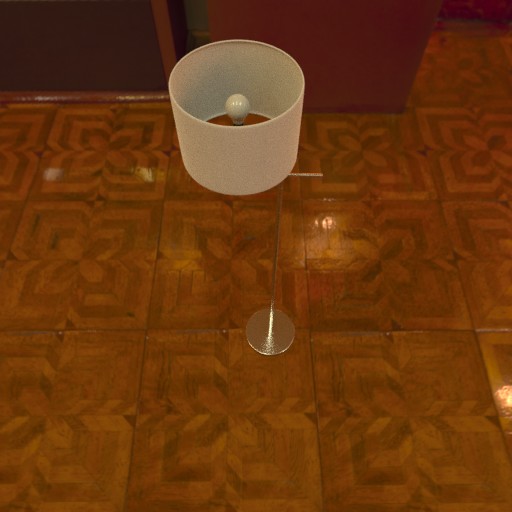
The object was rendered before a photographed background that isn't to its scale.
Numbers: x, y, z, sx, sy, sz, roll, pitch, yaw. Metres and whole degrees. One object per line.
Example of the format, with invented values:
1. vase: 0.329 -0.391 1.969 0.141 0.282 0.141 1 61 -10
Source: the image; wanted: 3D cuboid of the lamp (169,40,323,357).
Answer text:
1. lamp: 0.000 0.000 1.736 0.416 1.600 0.324 2 58 1
